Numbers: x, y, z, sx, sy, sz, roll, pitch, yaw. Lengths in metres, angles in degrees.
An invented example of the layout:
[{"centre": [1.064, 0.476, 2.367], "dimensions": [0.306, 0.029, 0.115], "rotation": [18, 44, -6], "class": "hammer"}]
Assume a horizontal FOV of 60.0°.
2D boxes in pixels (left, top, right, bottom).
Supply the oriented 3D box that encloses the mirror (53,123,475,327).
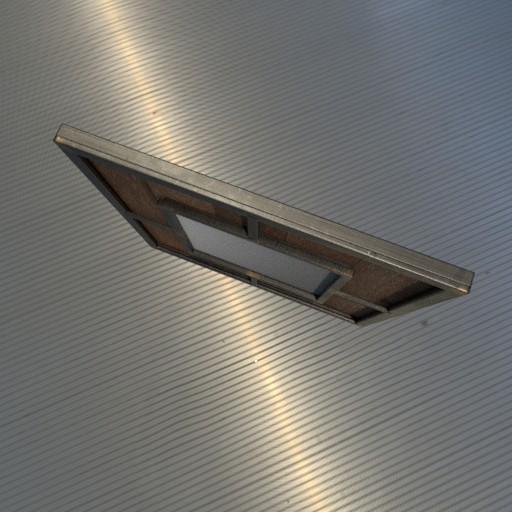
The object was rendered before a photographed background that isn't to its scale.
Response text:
[{"centre": [0.000, 0.000, 0.565], "dimensions": [0.382, 0.381, 0.020], "rotation": [21, 78, 5], "class": "mirror"}]
